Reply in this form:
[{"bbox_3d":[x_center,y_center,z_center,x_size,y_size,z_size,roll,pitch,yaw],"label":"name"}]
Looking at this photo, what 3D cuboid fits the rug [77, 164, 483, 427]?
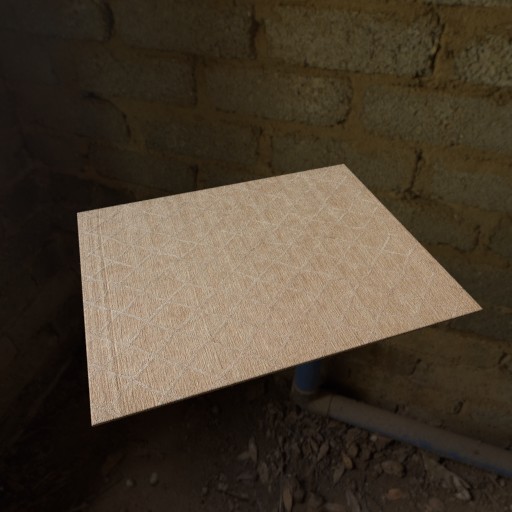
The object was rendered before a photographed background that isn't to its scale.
[{"bbox_3d":[0.000,0.000,4.051,3.039,0.019,2.420,-13,43,-14],"label":"rug"}]
